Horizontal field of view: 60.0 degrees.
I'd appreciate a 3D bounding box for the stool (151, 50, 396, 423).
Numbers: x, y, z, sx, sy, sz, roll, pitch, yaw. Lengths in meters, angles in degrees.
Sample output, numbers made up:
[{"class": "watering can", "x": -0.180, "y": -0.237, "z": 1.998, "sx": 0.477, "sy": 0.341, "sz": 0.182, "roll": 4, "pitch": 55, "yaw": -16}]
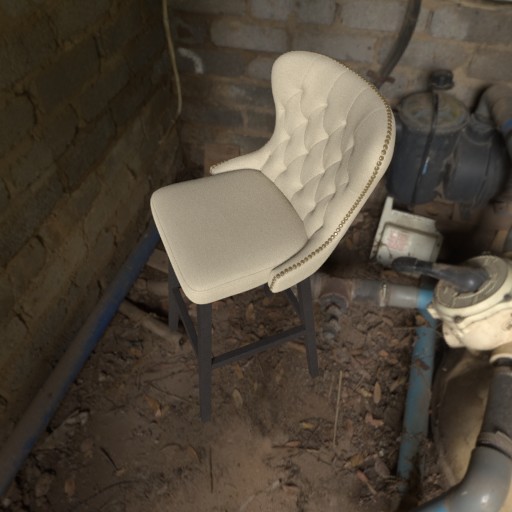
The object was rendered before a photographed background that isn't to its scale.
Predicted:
[{"class": "stool", "x": 0.000, "y": 0.000, "z": 1.407, "sx": 0.605, "sy": 1.066, "sz": 0.528, "roll": -18, "pitch": 50, "yaw": -15}]
